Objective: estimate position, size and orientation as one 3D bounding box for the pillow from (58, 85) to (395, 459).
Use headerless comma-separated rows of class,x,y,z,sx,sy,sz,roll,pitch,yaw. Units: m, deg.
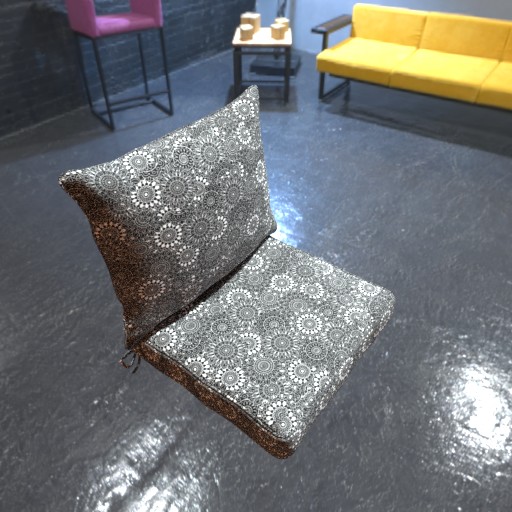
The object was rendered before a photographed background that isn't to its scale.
pillow,0.000,0.000,1.361,0.740,0.722,0.798,27,47,28
